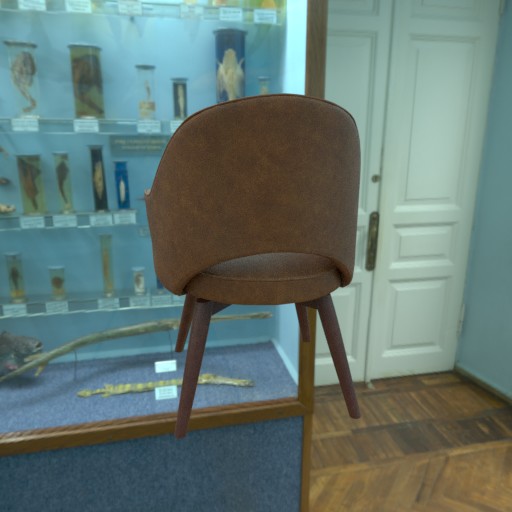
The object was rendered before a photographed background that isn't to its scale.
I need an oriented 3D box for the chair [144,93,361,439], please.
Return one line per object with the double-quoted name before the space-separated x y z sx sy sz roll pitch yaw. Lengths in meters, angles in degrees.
"chair" 0.000 0.000 1.207 0.591 0.777 0.640 -3 15 -10
